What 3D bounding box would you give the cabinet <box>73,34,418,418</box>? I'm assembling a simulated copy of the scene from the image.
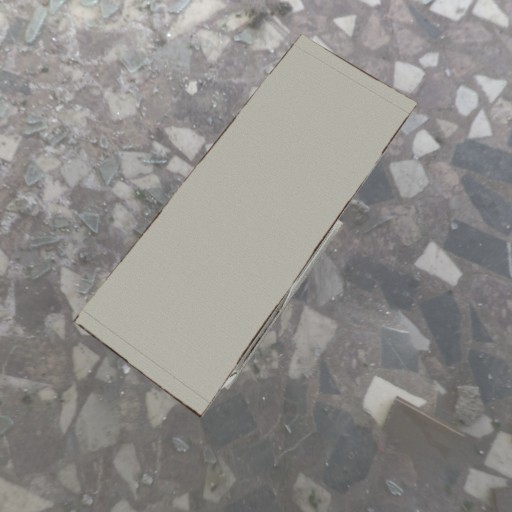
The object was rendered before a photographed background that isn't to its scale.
[{"bbox_3d":[0.000,0.000,0.913,0.210,0.603,0.541,34,79,8],"label":"cabinet"}]
